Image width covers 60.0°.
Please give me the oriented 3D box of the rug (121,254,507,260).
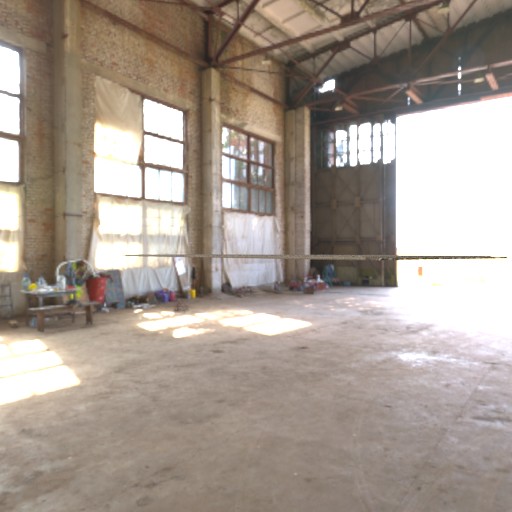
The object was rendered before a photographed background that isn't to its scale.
[{"bbox_3d":[0.000,0.000,2.572,0.786,0.013,2.480,0,0,-35],"label":"rug"}]
